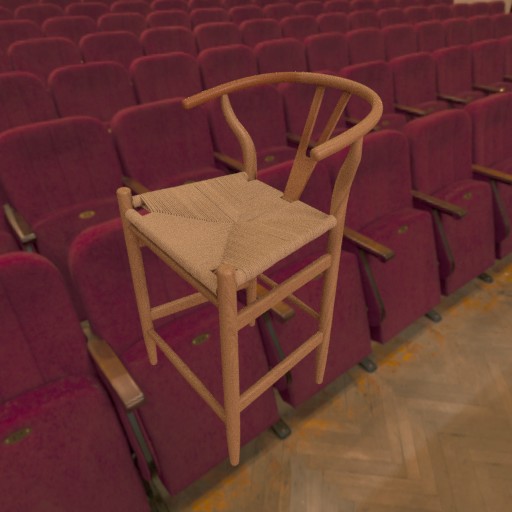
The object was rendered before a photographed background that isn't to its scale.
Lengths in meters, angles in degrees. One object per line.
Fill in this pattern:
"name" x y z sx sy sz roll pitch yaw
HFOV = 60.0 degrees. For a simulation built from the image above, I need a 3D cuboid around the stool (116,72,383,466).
"stool" 0.000 0.000 1.293 0.575 0.923 0.536 -23 40 -32
